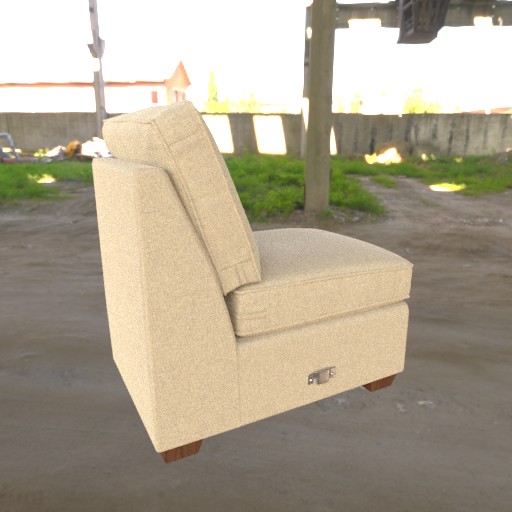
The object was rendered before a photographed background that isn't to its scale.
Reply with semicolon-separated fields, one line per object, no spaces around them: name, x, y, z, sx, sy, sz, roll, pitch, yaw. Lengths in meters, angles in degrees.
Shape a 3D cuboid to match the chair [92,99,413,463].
chair;0.000;0.000;1.534;0.938;0.970;0.621;-8;17;-27
